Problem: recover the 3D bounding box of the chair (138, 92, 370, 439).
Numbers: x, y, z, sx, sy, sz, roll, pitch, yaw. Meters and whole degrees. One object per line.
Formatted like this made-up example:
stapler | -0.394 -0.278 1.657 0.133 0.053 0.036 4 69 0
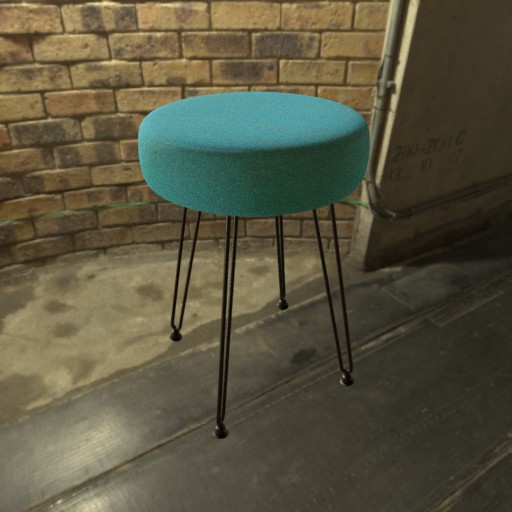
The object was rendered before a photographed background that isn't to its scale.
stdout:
chair | 0.000 0.000 0.682 0.350 0.440 0.350 11 33 17
